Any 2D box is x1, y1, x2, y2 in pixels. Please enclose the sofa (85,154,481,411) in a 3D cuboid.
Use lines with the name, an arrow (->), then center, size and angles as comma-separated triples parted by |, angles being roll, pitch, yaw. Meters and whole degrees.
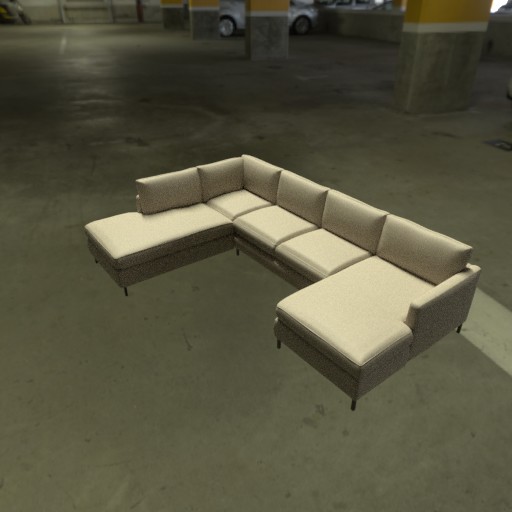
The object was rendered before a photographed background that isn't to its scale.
sofa -> 0.000, 0.000, 3.561 | 1.879, 0.756, 2.737 | -21, 36, -32
